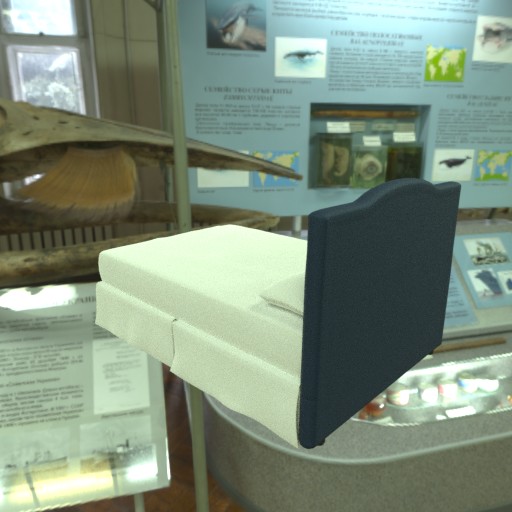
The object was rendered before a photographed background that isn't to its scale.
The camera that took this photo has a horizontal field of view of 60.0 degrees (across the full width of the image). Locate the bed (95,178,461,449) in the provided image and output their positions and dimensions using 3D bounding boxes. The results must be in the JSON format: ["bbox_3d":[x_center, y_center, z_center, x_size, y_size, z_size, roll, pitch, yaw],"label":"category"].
[{"bbox_3d":[0.000,0.000,3.630,2.507,1.441,1.741,15,22,42],"label":"bed"}]
